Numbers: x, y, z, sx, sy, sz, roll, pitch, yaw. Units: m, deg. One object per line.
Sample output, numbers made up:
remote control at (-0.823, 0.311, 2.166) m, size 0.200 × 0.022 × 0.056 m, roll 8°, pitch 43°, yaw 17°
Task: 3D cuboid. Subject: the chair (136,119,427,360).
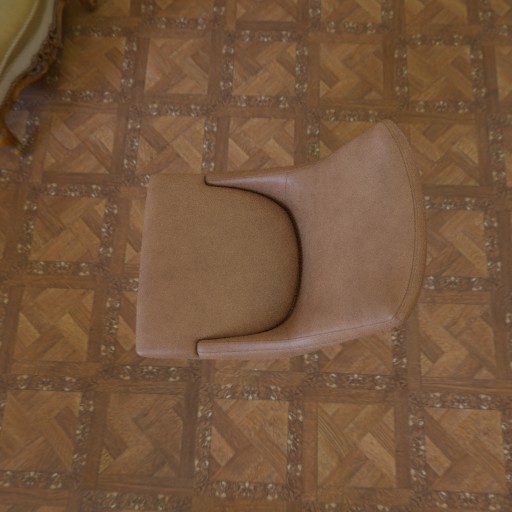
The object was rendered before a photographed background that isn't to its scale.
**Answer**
chair at (0.000, 0.000, 1.541) m, size 0.861 × 0.909 × 0.701 m, roll 1°, pitch 76°, yaw 0°
